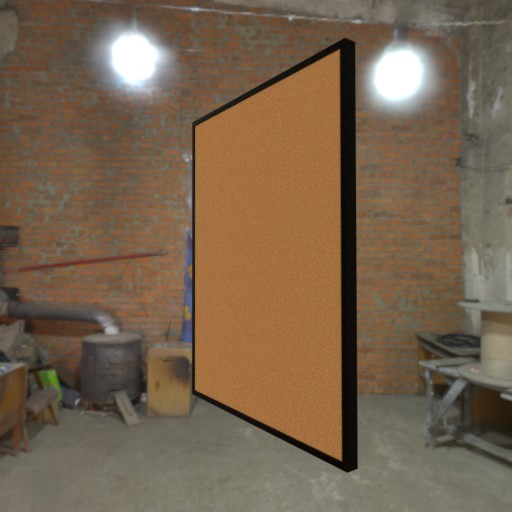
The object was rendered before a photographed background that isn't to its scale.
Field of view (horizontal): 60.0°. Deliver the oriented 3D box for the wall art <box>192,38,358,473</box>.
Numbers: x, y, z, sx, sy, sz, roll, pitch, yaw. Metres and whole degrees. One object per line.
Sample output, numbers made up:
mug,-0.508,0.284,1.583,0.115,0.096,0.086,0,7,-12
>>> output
wall art,0.000,0.000,1.418,0.040,1.062,0.805,1,-1,-36
